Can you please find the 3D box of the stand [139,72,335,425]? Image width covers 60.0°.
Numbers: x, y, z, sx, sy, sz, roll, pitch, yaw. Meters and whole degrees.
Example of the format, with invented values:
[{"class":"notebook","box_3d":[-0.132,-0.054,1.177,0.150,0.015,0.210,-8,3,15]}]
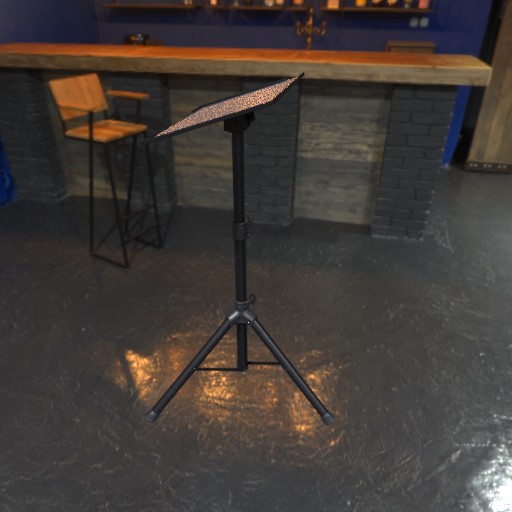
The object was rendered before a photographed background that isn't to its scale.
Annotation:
[{"class":"stand","box_3d":[0.000,0.000,1.598,0.702,1.198,0.702,8,32,13]}]
